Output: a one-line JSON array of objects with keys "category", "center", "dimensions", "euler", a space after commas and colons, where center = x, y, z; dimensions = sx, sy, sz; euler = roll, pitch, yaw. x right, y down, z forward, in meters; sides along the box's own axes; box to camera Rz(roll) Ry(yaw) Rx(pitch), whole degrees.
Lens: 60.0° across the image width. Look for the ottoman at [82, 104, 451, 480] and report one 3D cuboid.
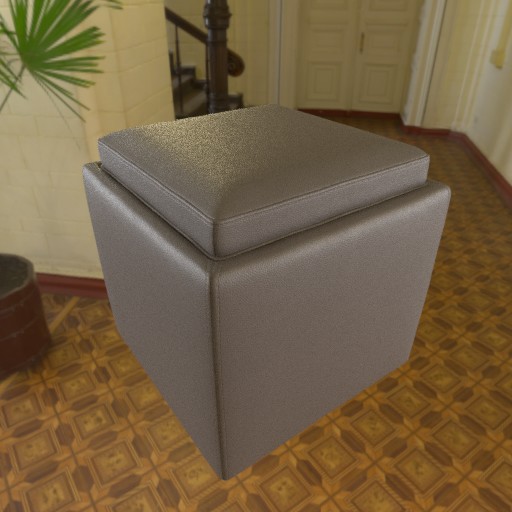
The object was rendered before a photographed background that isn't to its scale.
[{"category": "ottoman", "center": [0.000, 0.000, 0.805], "dimensions": [0.451, 0.460, 0.450], "euler": [-21, 37, -30]}]
